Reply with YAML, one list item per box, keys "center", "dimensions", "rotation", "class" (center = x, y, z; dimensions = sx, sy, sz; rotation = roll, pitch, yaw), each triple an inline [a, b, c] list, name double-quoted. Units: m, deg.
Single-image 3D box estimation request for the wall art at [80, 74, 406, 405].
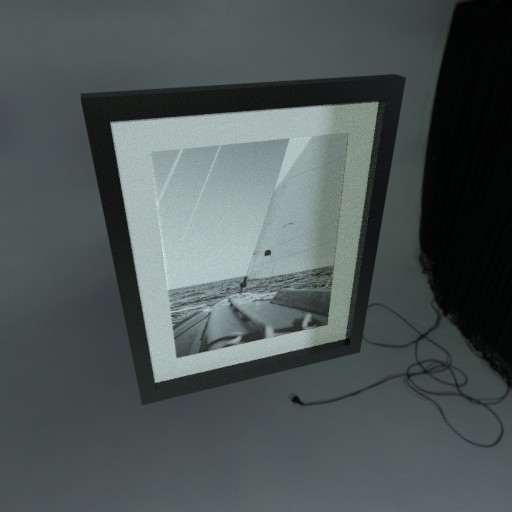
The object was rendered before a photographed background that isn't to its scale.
- center: [0.000, 0.000, 0.762]
  dimensions: [0.461, 0.558, 0.031]
  rotation: [-10, 33, -15]
  class: "wall art"
